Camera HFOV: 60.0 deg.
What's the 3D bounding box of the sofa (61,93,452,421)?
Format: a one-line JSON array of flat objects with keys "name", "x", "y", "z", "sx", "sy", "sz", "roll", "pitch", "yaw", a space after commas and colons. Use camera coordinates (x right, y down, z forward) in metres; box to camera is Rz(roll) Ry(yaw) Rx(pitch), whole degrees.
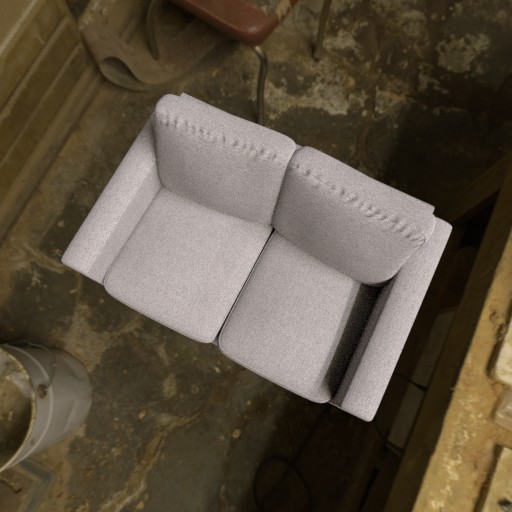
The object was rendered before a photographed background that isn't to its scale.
[{"name": "sofa", "x": 0.000, "y": 0.000, "z": 2.005, "sx": 1.420, "sy": 0.873, "sz": 0.917, "roll": 26, "pitch": 77, "yaw": 6}]
